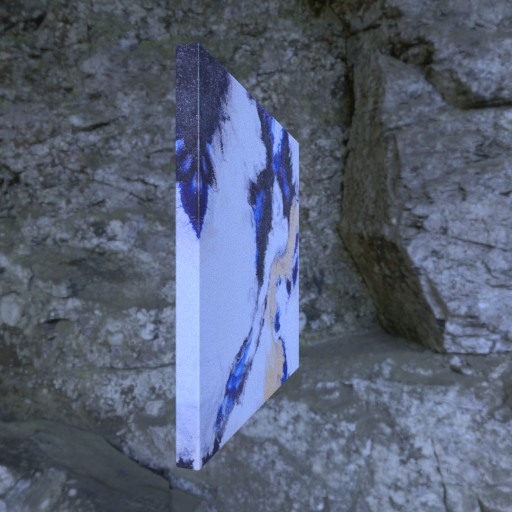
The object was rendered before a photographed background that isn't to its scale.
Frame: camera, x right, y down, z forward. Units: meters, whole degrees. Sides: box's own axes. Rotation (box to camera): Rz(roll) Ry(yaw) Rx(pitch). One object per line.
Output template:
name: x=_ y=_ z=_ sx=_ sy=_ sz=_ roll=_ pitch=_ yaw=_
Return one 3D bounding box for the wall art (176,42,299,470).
wall art: x=0.000 y=0.000 z=0.920 sx=0.039 sy=0.609 sz=0.609 roll=0 pitch=0 yaw=19
